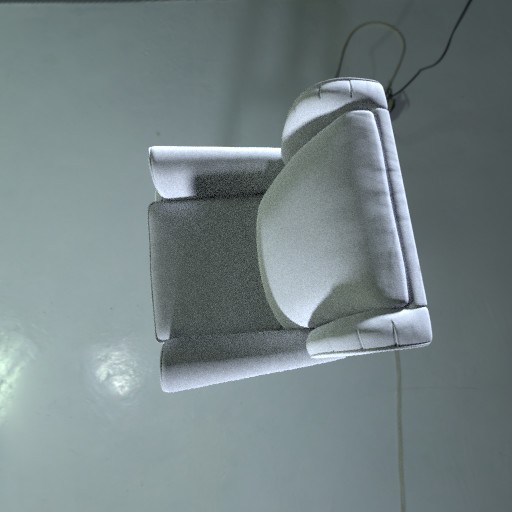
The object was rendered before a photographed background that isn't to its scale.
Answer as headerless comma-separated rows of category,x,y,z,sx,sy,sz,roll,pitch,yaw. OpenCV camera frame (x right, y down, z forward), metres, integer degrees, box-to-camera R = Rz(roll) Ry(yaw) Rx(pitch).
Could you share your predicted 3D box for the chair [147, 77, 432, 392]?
chair,0.000,0.000,1.660,0.854,0.967,0.906,-6,76,-1
